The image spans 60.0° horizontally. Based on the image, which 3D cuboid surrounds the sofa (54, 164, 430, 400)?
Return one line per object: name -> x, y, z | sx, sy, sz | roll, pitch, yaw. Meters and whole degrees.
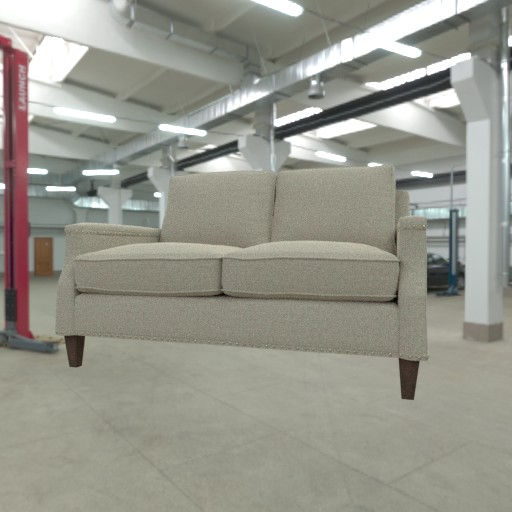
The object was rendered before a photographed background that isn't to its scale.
sofa -> 0.000, 0.000, 2.258 | 1.597, 1.003, 1.084 | 0, 1, 18
